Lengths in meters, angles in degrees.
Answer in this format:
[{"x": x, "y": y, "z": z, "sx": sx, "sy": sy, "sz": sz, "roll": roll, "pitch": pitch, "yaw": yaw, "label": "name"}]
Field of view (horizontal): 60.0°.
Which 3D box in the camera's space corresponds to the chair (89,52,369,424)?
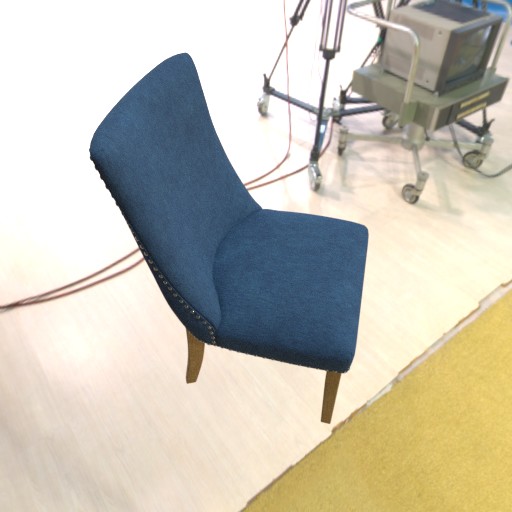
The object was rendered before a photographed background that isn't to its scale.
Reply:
[{"x": 0.000, "y": 0.000, "z": 1.238, "sx": 0.610, "sy": 0.902, "sz": 0.495, "roll": 10, "pitch": 47, "yaw": 10, "label": "chair"}]
